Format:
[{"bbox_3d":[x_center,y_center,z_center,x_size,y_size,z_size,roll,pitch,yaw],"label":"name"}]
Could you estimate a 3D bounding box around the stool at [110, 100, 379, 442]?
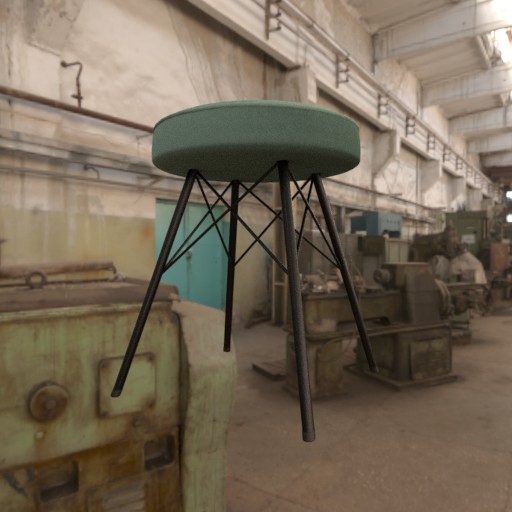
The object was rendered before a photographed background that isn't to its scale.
[{"bbox_3d":[0.000,0.000,0.896,0.457,0.519,0.458,1,2,37],"label":"stool"}]
